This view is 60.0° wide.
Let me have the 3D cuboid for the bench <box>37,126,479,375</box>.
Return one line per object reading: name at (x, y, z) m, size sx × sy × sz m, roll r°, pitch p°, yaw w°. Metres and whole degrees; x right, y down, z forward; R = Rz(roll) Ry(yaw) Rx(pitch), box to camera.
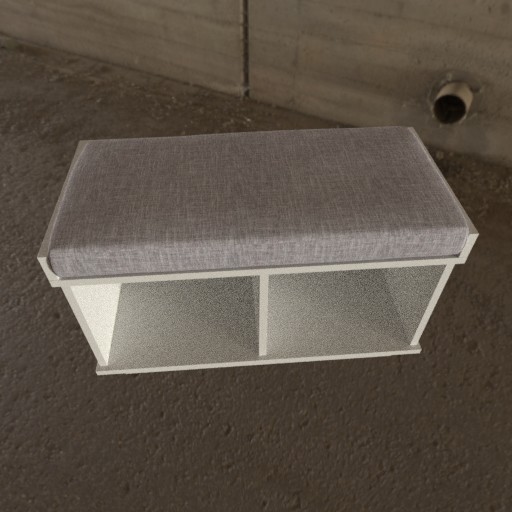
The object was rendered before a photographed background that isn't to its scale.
bench at (0.000, 0.000, 0.996) m, size 0.734 × 0.461 × 0.362 m, roll -3°, pitch 46°, yaw -3°
